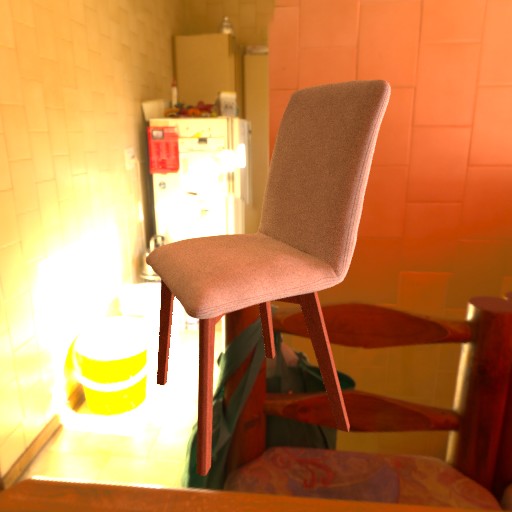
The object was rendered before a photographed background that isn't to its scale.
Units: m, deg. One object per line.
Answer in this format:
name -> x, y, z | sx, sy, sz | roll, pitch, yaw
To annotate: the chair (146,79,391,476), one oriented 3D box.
chair -> 0.000, 0.000, 1.308 | 0.563, 0.974, 0.522 | -7, 17, -24
